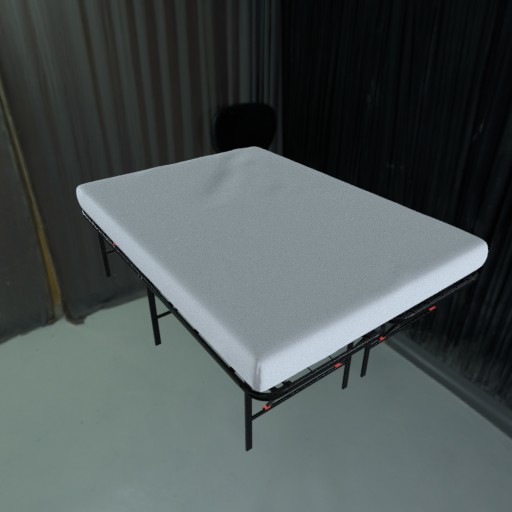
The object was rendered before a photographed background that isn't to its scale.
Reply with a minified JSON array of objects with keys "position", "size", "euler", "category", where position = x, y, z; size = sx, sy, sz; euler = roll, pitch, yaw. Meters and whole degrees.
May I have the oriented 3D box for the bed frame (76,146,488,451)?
[{"position":[0.000,0.000,2.522],"size":[1.372,0.637,1.905],"euler":[-21,37,-31],"category":"bed frame"}]
